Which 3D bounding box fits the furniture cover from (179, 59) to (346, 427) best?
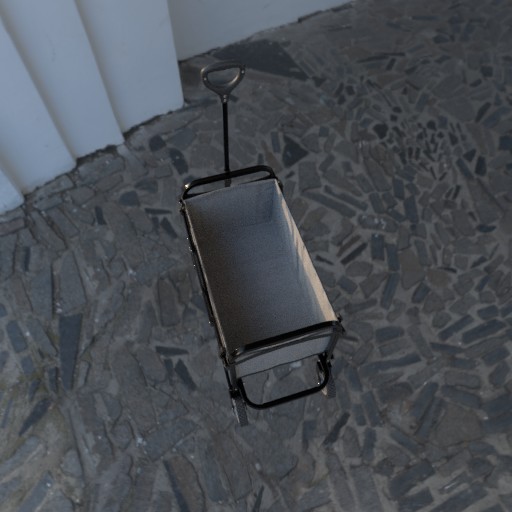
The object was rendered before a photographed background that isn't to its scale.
[{"bbox_3d":[0.000,0.000,1.828,0.532,1.295,1.038,-15,59,-9],"label":"furniture cover"}]
